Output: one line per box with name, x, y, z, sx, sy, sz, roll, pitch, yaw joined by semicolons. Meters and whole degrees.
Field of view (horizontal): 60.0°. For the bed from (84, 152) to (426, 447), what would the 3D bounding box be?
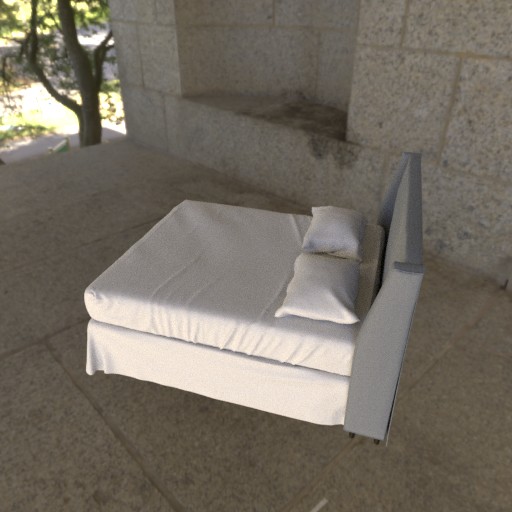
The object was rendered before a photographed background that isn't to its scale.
bed;0.000;0.000;3.467;2.276;1.332;1.925;9;32;15
